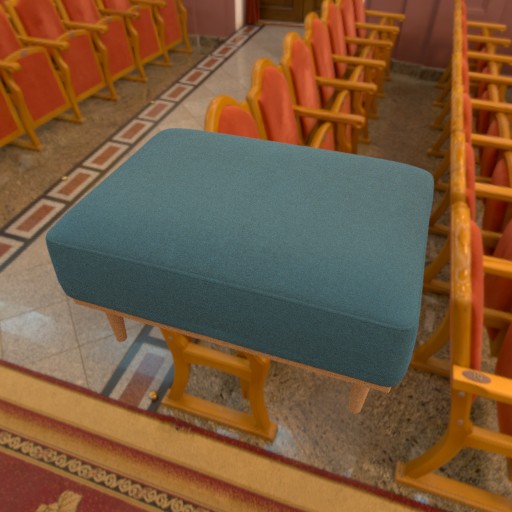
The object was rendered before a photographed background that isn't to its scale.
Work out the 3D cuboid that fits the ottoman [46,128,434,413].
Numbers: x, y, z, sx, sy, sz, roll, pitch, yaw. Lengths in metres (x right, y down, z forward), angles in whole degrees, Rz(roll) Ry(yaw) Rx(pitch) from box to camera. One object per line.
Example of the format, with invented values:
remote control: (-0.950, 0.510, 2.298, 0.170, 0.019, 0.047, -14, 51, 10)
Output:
ottoman: (0.000, 0.000, 1.082, 0.749, 0.428, 0.549, 13, 42, 14)
